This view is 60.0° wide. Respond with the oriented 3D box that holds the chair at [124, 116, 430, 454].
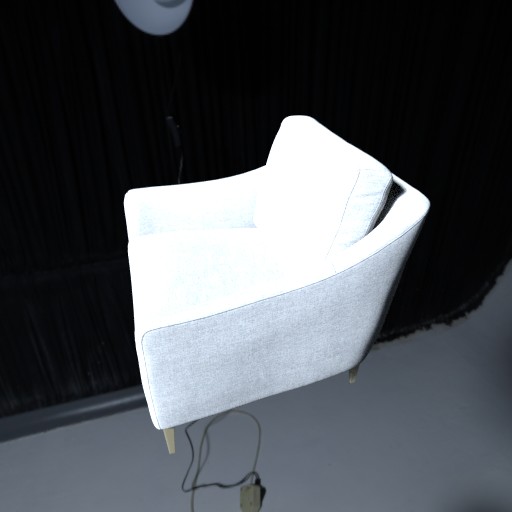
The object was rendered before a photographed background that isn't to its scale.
[{"bbox_3d":[0.000,0.000,1.720,0.961,0.902,0.986,-8,32,-14],"label":"chair"}]
